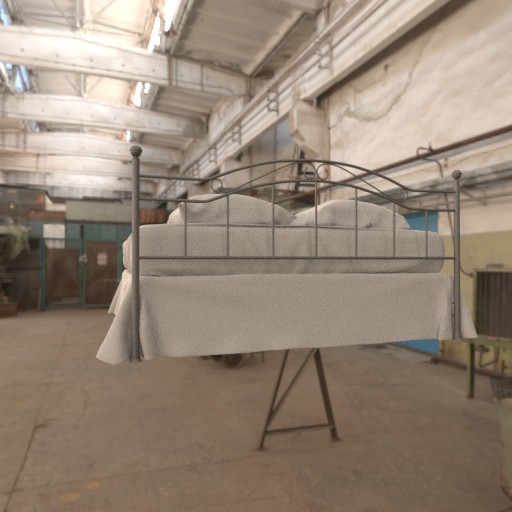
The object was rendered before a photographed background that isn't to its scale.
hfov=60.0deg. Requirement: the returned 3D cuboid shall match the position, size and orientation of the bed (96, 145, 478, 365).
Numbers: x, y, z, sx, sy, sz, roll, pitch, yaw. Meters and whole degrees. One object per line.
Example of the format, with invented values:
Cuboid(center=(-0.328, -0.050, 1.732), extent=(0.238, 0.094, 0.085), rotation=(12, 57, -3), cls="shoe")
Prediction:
Cuboid(center=(0.000, 0.000, 3.517), extent=(2.309, 1.080, 2.220), rotation=(0, -1, -18), cls="bed")
